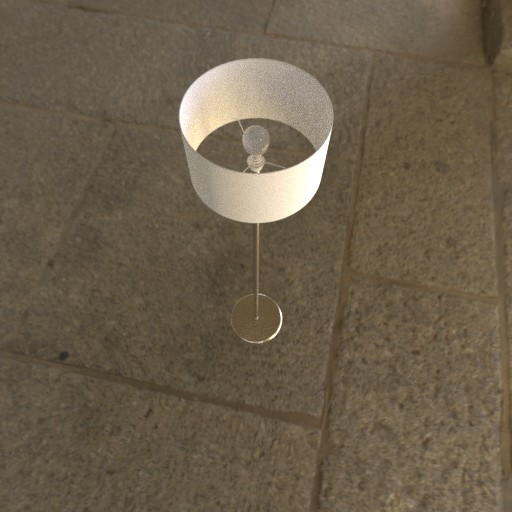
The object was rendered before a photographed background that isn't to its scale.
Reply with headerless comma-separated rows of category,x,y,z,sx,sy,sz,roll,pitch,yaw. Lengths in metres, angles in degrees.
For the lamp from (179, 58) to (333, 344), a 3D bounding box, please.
lamp,0.000,0.000,1.640,0.347,1.443,0.347,-15,64,-8
